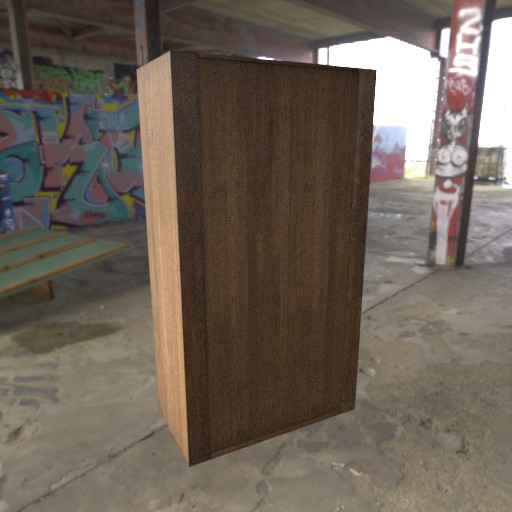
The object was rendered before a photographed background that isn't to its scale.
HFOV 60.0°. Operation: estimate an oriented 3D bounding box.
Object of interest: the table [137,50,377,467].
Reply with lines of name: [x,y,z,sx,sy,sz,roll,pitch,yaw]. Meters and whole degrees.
table: [0.000,0.000,2.554,1.100,2.000,0.600,-8,17,-27]
